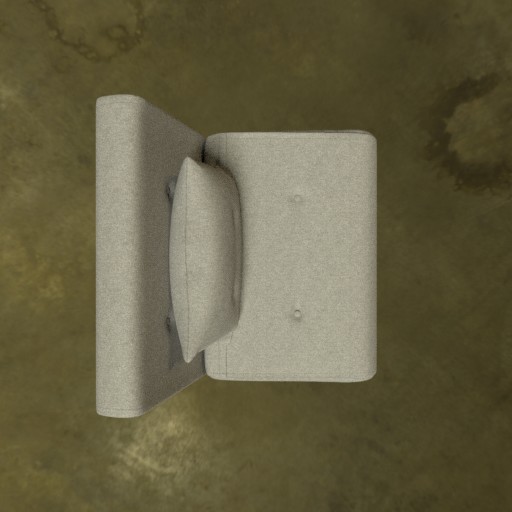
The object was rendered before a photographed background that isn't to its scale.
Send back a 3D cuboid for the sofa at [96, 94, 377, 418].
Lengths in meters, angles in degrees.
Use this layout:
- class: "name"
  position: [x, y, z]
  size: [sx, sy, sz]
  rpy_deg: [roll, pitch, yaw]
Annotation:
- class: "sofa"
  position: [0.000, 0.000, 1.748]
  size: [1.000, 0.825, 1.020]
  rpy_deg: [0, 90, 0]
